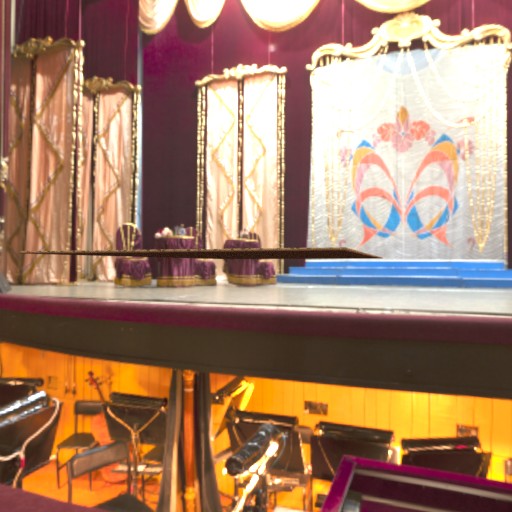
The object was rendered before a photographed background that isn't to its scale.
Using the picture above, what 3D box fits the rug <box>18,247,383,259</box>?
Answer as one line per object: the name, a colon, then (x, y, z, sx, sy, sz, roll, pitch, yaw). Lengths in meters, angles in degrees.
rug: (0.000, 0.000, 2.973, 1.517, 0.011, 2.435, 0, -1, 19)
